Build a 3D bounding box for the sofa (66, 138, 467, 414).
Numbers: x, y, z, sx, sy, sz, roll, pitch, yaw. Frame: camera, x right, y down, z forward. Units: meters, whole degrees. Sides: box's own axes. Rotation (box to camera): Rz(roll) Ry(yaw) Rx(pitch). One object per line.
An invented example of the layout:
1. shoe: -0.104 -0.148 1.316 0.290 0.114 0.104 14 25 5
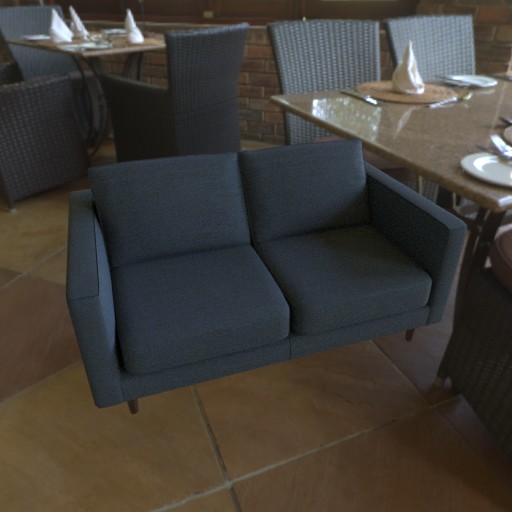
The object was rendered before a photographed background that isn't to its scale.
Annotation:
1. sofa: 0.000 0.000 2.204 1.659 0.907 0.999 -10 33 -16
